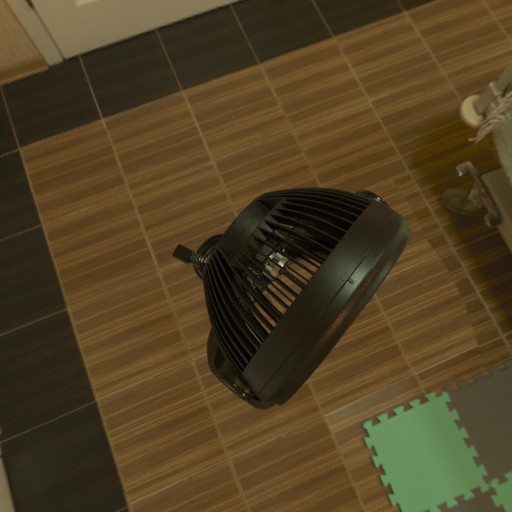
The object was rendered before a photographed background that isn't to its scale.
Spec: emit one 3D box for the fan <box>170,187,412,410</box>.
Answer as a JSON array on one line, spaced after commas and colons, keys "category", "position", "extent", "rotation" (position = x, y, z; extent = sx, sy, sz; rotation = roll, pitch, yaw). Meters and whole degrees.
[{"category": "fan", "position": [0.000, 0.000, 0.503], "extent": [0.256, 0.277, 0.273], "rotation": [37, 78, 10]}]
